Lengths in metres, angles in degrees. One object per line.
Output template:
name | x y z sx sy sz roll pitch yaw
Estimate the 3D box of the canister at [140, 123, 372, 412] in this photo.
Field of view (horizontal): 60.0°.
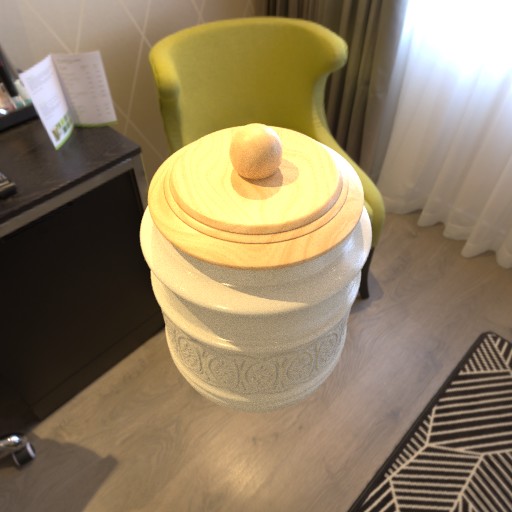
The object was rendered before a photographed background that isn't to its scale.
canister | 0.000 0.000 0.273 0.130 0.176 0.130 0 47 0
